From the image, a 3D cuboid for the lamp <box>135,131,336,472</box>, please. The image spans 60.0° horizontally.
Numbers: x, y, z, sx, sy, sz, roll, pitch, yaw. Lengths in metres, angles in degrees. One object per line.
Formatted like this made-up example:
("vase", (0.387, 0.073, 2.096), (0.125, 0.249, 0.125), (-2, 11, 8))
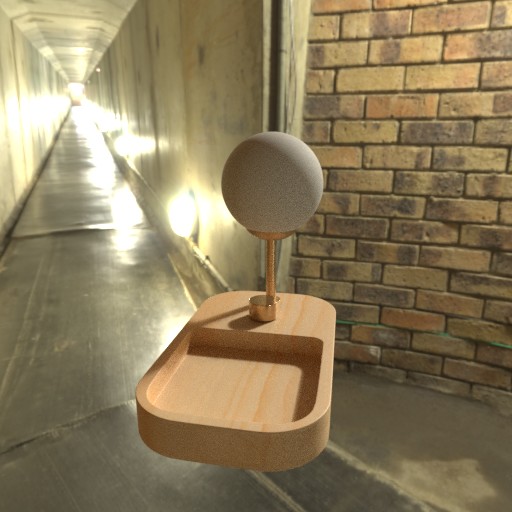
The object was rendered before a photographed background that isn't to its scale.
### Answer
("lamp", (0.000, 0.000, 0.470), (0.173, 0.253, 0.331), (3, 16, 11))
